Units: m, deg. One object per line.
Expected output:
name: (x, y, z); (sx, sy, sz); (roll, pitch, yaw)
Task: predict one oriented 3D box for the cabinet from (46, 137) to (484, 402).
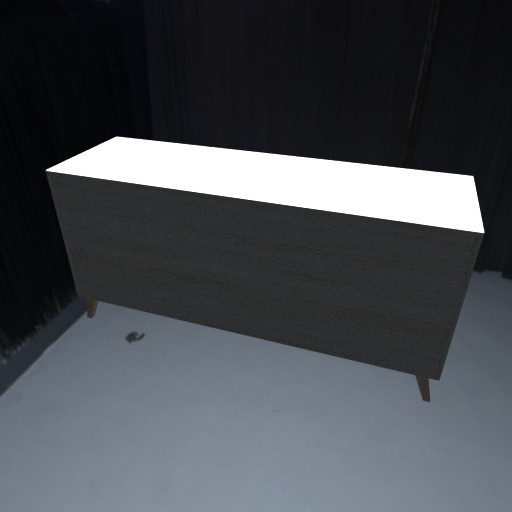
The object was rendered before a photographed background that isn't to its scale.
cabinet: (0.000, 0.000, 1.989); (1.649, 0.780, 0.500); (10, 33, 16)
